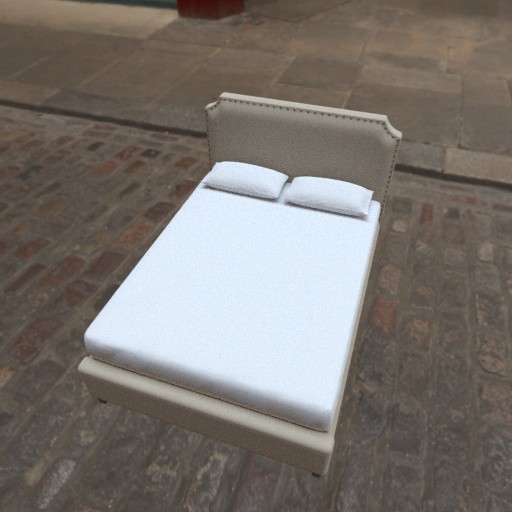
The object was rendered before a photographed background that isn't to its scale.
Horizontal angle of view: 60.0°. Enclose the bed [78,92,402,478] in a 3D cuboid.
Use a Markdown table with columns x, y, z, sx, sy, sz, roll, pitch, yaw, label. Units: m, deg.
| x | y | z | sx | sy | sz | roll | pitch | yaw | label |
| --- | --- | --- | --- | --- | --- | --- | --- | --- | --- |
| 0.000 | 0.000 | 3.342 | 1.703 | 1.415 | 2.329 | 13 | 44 | 14 | bed |
